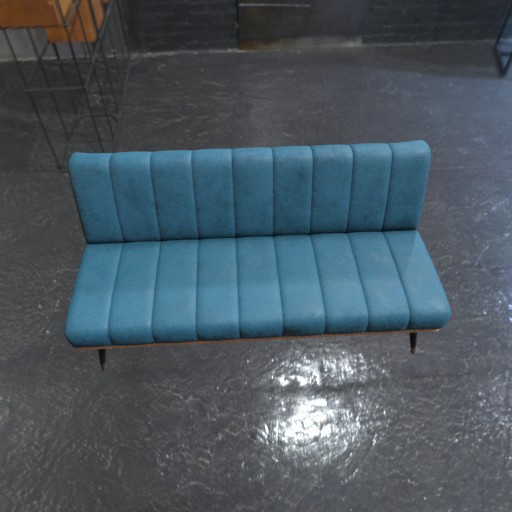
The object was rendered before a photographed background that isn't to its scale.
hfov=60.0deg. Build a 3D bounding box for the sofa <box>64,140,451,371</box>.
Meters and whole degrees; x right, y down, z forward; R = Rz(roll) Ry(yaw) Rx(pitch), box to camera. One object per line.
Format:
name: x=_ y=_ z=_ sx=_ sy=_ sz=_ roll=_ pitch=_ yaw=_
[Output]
sofa: x=0.000 y=0.000 z=2.283 sx=1.810 sy=0.825 sz=0.830 roll=-3 pitch=48 yaw=-2
